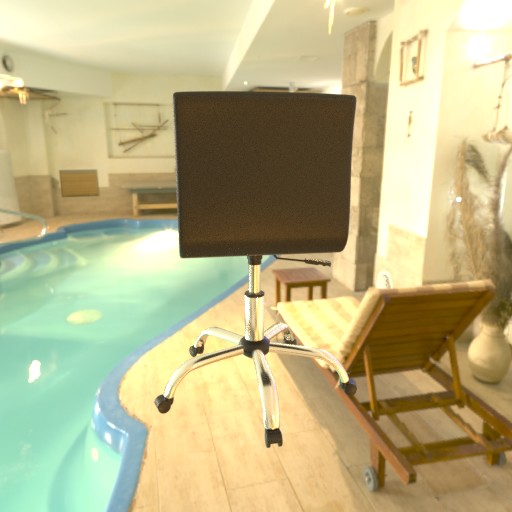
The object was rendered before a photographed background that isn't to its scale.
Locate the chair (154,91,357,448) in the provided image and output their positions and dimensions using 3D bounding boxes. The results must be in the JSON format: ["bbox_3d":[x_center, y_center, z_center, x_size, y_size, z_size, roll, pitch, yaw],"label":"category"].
[{"bbox_3d":[0.000,0.000,1.163,0.556,0.780,0.530,-2,14,-9],"label":"chair"}]
